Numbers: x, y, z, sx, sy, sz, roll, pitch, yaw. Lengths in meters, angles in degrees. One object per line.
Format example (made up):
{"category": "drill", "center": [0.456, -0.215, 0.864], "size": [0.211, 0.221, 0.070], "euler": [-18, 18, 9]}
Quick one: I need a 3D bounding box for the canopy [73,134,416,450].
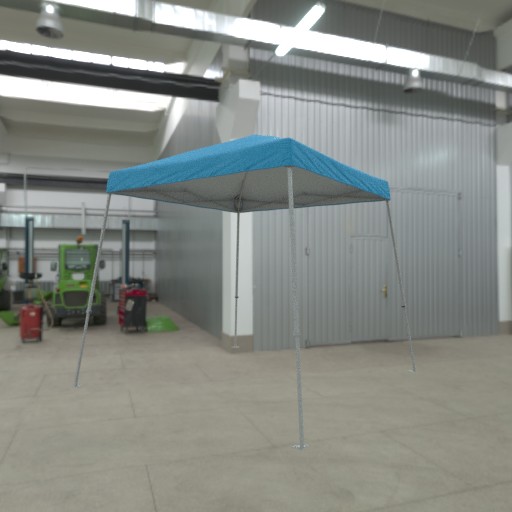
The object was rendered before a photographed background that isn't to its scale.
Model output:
{"category": "canopy", "center": [0.000, 0.000, 5.174], "size": [2.849, 2.850, 2.850], "euler": [-1, -1, 35]}
